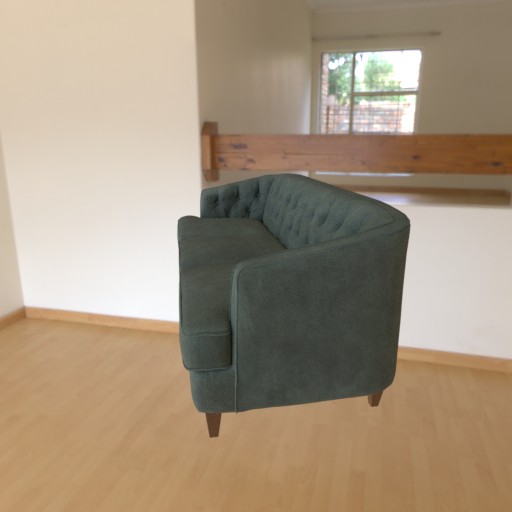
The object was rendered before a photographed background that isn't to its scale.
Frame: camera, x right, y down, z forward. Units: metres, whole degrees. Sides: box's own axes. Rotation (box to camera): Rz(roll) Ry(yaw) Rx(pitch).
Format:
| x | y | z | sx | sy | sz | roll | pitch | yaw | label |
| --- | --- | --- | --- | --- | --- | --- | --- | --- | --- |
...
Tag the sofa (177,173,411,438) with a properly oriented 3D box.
| x | y | z | sx | sy | sz | roll | pitch | yaw | label |
| --- | --- | --- | --- | --- | --- | --- | --- | --- | --- |
| 0.000 | 0.000 | 2.692 | 0.941 | 0.855 | 2.278 | -3 | 16 | -10 | sofa |
